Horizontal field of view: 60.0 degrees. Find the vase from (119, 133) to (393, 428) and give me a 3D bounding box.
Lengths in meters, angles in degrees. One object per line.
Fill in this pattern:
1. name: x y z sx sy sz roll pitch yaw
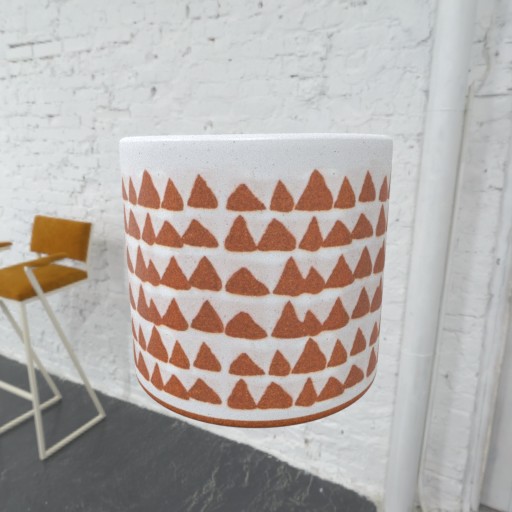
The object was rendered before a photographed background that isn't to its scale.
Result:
1. vase: 0.000 0.000 0.245 0.137 0.127 0.137 0 14 0
